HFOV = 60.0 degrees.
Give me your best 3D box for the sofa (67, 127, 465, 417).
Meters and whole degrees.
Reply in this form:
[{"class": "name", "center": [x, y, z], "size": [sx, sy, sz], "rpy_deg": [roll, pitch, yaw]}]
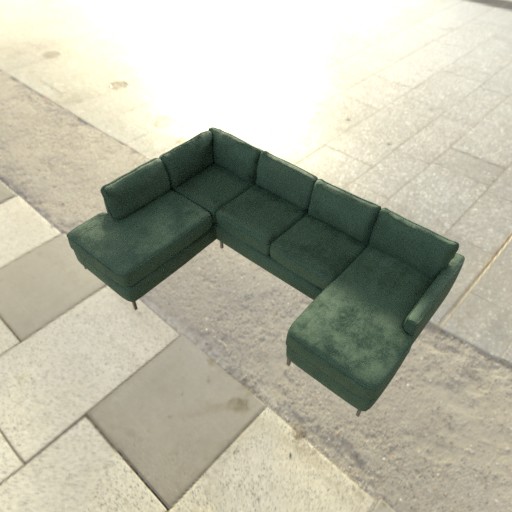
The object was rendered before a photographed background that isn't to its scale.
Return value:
[{"class": "sofa", "center": [0.000, 0.000, 3.965], "size": [2.994, 0.861, 1.992], "rpy_deg": [32, 54, 27]}]
